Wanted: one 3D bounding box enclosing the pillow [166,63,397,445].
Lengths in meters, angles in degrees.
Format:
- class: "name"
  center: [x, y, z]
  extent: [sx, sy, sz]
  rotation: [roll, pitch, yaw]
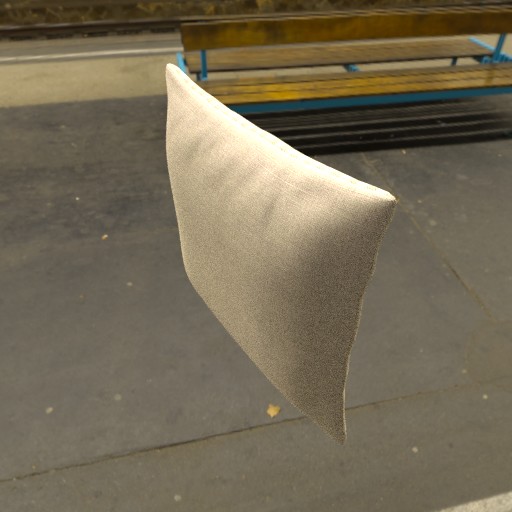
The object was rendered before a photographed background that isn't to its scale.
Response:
- class: "pillow"
  center: [0.000, 0.000, 0.767]
  extent: [0.166, 0.510, 0.523]
  rotation: [-24, 46, -25]
